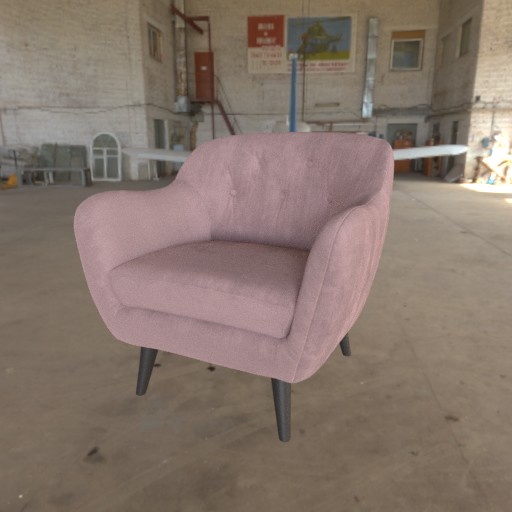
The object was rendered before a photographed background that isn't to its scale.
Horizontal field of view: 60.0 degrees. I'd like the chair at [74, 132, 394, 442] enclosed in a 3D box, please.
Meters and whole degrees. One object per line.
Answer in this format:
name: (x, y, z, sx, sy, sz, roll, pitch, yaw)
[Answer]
chair: (0.000, 0.000, 1.504, 0.840, 0.820, 0.820, 7, 16, 26)
